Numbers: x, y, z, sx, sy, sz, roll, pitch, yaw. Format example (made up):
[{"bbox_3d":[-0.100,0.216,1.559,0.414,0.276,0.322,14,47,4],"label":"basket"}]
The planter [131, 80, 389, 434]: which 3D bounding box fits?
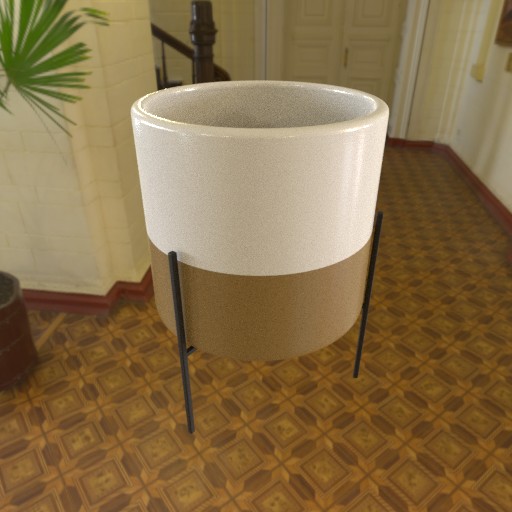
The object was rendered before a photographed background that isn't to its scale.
[{"bbox_3d":[0.000,0.000,0.636,0.310,0.432,0.310,-21,36,-32],"label":"planter"}]
